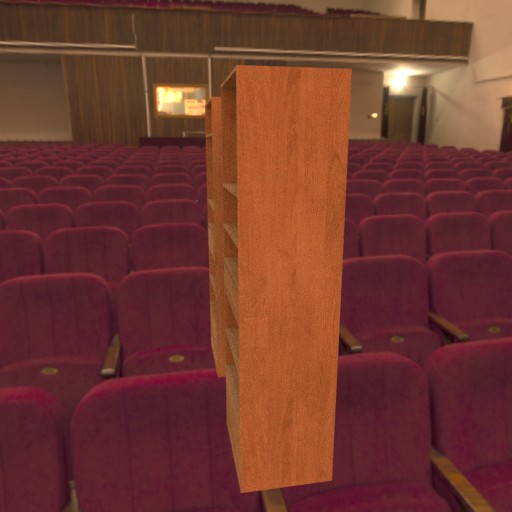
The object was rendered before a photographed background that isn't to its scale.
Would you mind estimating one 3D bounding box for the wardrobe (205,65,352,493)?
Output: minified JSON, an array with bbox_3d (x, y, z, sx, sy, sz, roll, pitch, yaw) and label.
[{"bbox_3d":[0.000,0.000,2.872,0.480,2.000,1.770,-3,14,-10],"label":"wardrobe"}]
